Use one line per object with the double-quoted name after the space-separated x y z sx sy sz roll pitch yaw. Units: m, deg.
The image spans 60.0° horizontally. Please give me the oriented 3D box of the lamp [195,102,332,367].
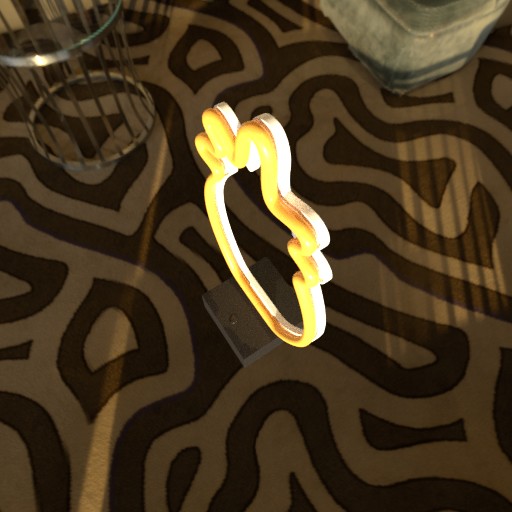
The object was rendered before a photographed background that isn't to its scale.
0.000 0.000 0.384 0.088 0.317 0.167 -31 67 -14 "lamp"
